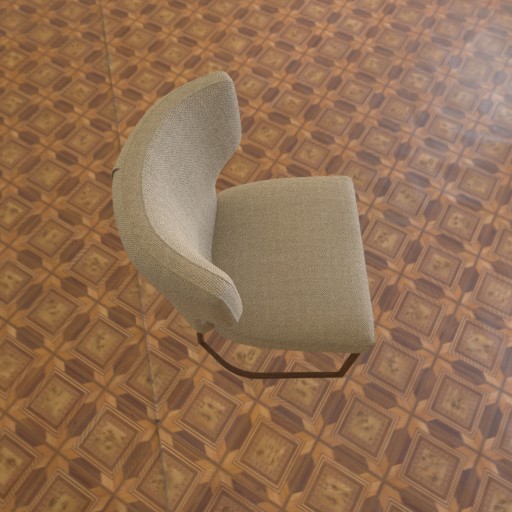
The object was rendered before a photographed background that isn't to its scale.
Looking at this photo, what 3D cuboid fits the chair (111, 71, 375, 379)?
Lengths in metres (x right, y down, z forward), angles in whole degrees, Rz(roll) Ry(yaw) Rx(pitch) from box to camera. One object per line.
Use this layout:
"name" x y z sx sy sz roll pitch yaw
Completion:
"chair" 0.000 0.000 1.279 0.617 0.824 0.611 -1 62 0
